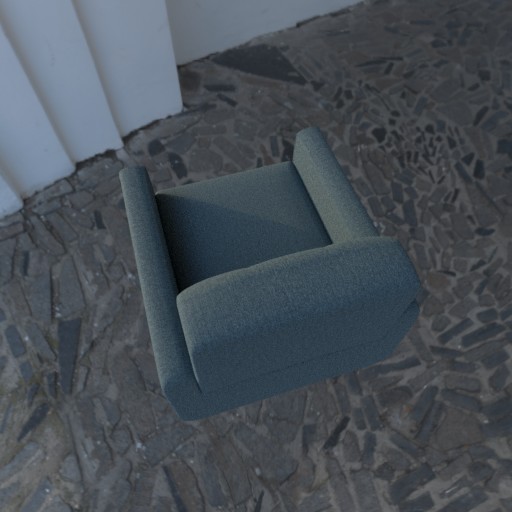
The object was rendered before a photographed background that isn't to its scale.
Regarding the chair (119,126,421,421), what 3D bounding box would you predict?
[{"bbox_3d":[0.000,0.000,1.725,0.880,0.940,0.964,-15,59,-9],"label":"chair"}]
